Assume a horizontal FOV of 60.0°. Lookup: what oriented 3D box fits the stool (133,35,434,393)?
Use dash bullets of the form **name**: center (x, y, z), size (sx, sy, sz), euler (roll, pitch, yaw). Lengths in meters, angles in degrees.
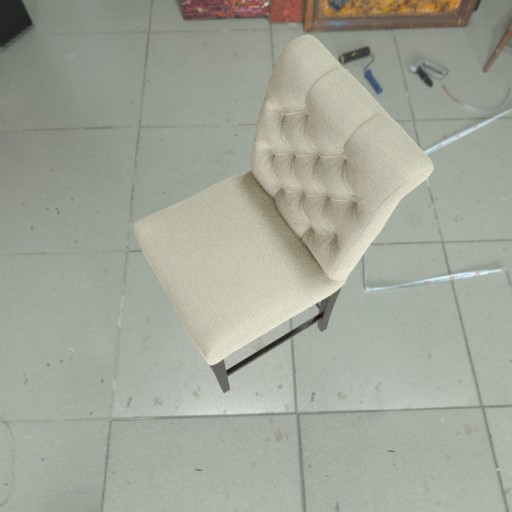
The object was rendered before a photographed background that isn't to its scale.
- **stool**: center (0.000, 0.000, 1.422), size (0.610, 1.118, 0.482), euler (-29, 68, -13)
